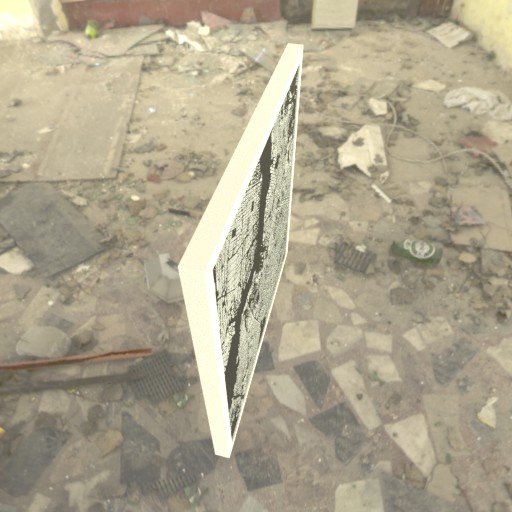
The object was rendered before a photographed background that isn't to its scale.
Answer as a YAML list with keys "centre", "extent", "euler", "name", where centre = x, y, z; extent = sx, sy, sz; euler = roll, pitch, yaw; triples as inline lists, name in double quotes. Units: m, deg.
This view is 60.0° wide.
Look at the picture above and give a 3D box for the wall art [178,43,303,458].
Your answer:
- centre: [0.000, 0.000, 1.137]
  extent: [0.050, 0.762, 0.761]
  euler: [11, 49, 10]
  name: "wall art"
